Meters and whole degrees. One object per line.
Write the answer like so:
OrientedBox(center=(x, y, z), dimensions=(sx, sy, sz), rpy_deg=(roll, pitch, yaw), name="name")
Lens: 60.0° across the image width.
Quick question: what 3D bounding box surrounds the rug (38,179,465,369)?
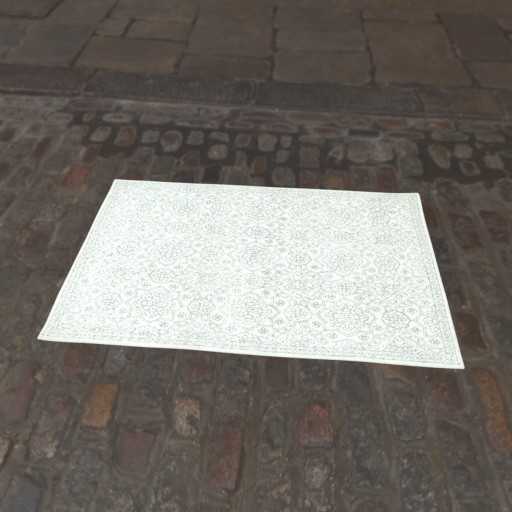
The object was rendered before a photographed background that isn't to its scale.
OrientedBox(center=(0.000, 0.000, 3.014), dimensions=(2.434, 0.023, 1.518), rpy_deg=(3, 47, 3), name="rug")
